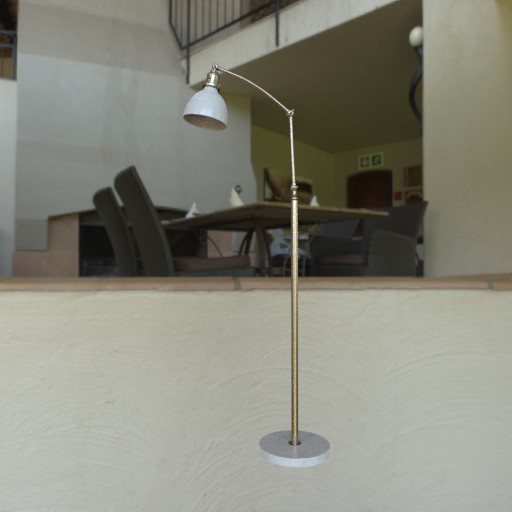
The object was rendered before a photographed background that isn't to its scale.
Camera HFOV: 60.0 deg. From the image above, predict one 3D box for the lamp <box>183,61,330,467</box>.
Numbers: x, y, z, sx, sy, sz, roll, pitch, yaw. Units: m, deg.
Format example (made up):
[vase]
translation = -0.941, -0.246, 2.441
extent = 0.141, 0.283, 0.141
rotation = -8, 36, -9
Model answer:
[lamp]
translation = 0.000, 0.000, 1.814
extent = 0.599, 1.586, 0.288
rotation = 0, -1, -1
